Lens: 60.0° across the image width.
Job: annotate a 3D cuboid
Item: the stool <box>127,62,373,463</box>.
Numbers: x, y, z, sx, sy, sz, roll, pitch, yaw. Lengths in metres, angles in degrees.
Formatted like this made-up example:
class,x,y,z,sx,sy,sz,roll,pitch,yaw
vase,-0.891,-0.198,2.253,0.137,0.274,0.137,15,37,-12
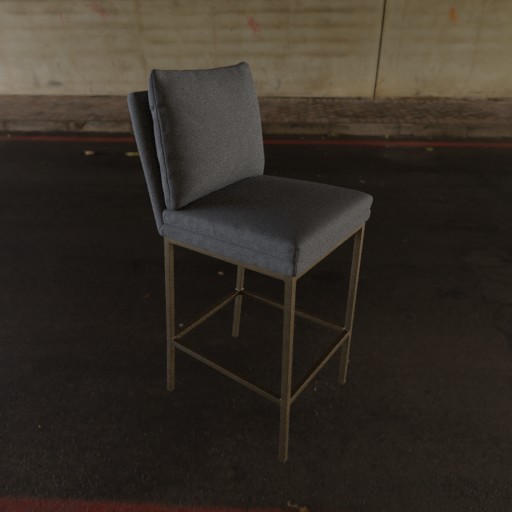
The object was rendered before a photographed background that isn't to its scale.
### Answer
class,x,y,z,sx,sy,sz,roll,pitch,yaw
stool,0.000,0.000,1.436,0.569,1.130,0.463,18,33,31
